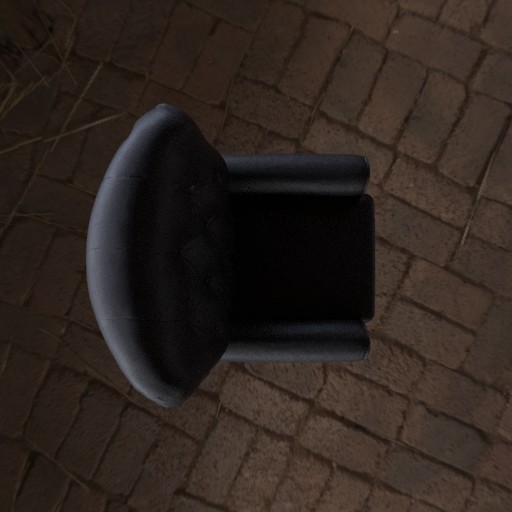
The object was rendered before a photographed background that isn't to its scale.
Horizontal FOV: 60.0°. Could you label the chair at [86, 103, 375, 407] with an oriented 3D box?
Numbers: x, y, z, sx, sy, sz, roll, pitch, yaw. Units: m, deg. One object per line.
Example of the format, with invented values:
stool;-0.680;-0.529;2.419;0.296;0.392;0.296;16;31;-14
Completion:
chair;0.000;0.000;1.879;1.058;1.158;0.948;0;90;0
